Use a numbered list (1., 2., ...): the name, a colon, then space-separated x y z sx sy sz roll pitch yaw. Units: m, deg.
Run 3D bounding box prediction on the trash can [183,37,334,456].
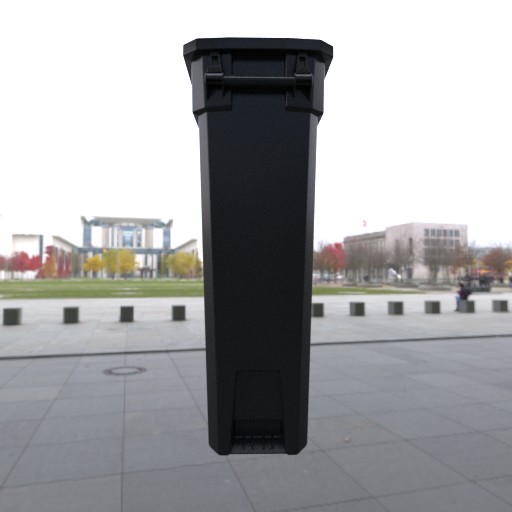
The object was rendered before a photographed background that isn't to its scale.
1. trash can: 0.000 0.000 1.047 0.281 0.762 0.559 0 -3 -1
